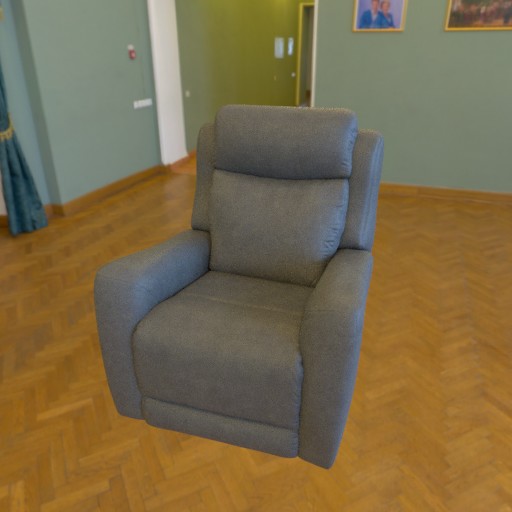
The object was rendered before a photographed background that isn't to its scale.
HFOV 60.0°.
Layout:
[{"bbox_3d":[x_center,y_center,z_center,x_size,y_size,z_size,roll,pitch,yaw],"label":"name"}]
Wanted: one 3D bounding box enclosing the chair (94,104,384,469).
[{"bbox_3d":[0.000,0.000,1.870,0.967,1.116,1.068,8,26,16],"label":"chair"}]
